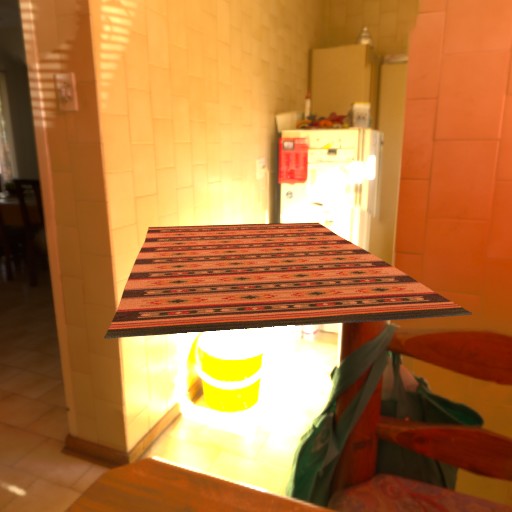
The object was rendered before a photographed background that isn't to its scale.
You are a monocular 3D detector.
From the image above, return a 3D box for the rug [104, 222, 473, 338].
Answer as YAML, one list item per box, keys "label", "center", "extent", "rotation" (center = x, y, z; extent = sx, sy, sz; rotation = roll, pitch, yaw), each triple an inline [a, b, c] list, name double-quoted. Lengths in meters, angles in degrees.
- label: "rug"
  center: [0.000, 0.000, 2.302]
  extent: [1.221, 0.009, 1.825]
  rotation: [-2, 15, -9]
